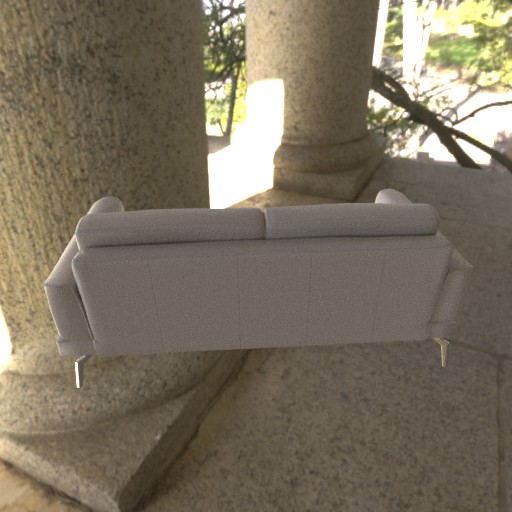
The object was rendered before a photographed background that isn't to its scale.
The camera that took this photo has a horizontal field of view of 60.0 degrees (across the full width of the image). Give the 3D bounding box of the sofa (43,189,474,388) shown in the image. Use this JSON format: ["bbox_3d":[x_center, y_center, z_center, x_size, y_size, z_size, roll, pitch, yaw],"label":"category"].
[{"bbox_3d":[0.000,0.000,2.681,2.177,0.930,1.121,-2,30,-4],"label":"sofa"}]
